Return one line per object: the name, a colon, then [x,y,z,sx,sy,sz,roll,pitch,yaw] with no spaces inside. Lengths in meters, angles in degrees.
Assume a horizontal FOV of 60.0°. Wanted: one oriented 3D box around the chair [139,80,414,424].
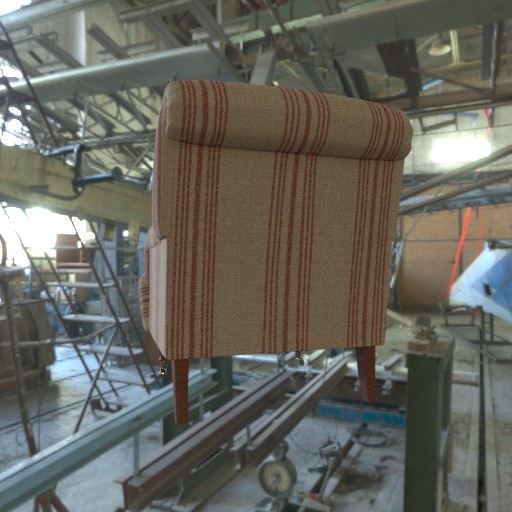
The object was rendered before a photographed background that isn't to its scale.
chair: [0.000,0.000,1.900,0.933,1.123,1.058,0,-1,-18]
